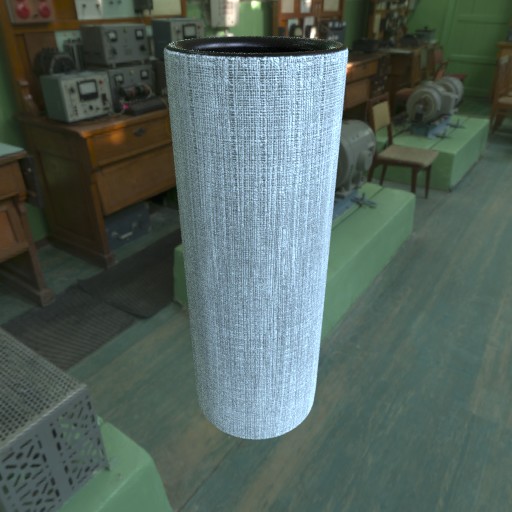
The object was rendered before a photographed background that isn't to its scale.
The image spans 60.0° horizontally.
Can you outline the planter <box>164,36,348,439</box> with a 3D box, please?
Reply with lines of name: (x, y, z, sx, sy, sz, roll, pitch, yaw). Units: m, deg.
planter: (0.000, 0.000, 0.311, 0.100, 0.270, 0.100, 18, 35, 28)
